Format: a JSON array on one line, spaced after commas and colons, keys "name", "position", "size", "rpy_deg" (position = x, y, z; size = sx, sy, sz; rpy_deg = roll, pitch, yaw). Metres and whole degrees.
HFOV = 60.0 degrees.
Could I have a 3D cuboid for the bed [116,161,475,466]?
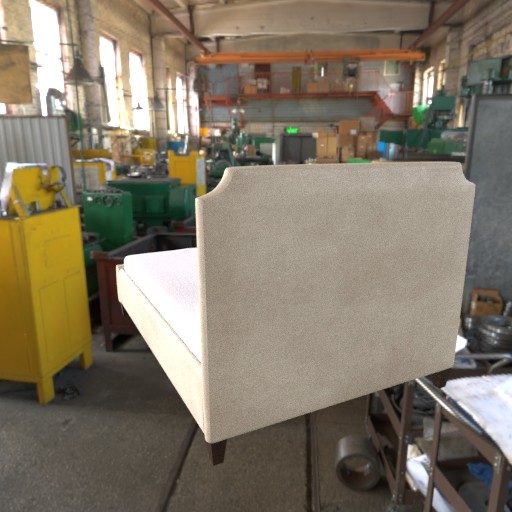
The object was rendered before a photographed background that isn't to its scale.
[{"name": "bed", "position": [0.000, 0.000, 3.339], "size": [1.712, 1.443, 2.372], "rpy_deg": [-7, 16, -26]}]
